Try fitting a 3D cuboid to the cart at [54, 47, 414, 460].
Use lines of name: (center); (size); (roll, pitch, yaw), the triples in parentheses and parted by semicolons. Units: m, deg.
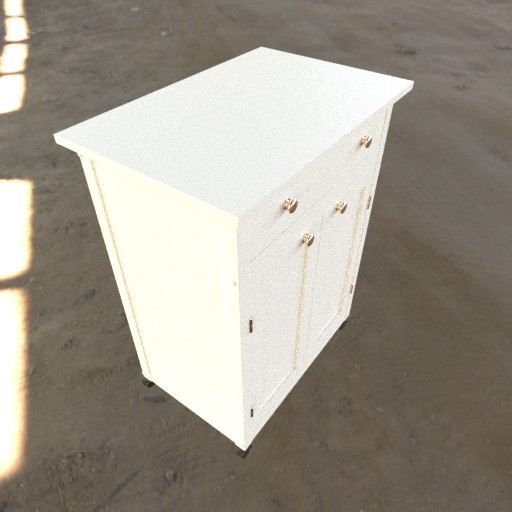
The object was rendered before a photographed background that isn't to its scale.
cart: (0.000, 0.000, 1.226); (0.442, 0.864, 0.683); (26, 48, 26)
